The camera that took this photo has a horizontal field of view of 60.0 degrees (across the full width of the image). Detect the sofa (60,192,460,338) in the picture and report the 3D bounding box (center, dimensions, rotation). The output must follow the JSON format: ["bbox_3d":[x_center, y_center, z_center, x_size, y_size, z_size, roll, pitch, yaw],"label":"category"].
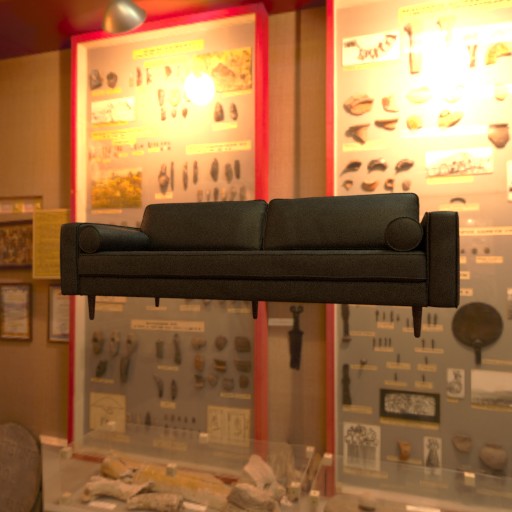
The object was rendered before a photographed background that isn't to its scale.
[{"bbox_3d":[0.000,0.000,2.691,2.210,0.762,0.914,0,0,19],"label":"sofa"}]
